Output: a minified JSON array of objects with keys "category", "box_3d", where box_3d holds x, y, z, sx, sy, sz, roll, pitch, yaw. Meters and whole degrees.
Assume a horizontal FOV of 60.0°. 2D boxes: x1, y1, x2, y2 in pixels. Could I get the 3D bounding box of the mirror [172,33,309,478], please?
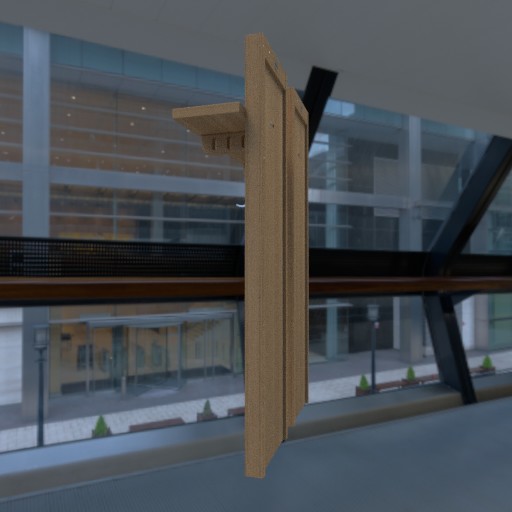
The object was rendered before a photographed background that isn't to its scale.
[{"category":"mirror","box_3d":[0.000,0.000,1.617,0.260,1.250,0.800,0,-1,17]}]
